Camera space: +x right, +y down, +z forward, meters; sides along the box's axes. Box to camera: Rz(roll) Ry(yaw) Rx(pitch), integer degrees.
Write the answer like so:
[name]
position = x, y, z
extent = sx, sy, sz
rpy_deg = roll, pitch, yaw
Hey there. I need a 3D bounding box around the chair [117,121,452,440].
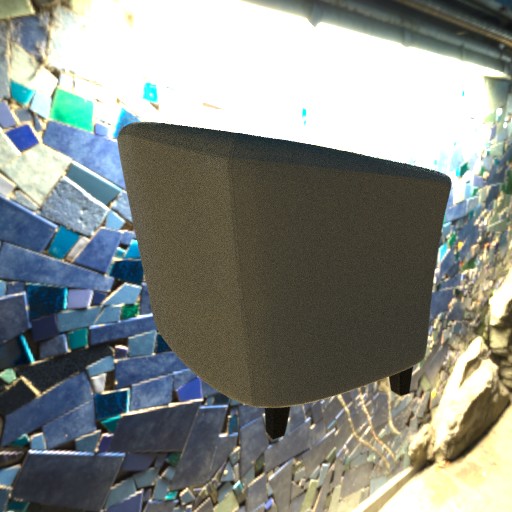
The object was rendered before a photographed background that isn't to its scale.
[chair]
position = 0.000, 0.000, 1.327
extent = 0.727, 0.756, 0.792
rpy_deg = -7, 16, -27
